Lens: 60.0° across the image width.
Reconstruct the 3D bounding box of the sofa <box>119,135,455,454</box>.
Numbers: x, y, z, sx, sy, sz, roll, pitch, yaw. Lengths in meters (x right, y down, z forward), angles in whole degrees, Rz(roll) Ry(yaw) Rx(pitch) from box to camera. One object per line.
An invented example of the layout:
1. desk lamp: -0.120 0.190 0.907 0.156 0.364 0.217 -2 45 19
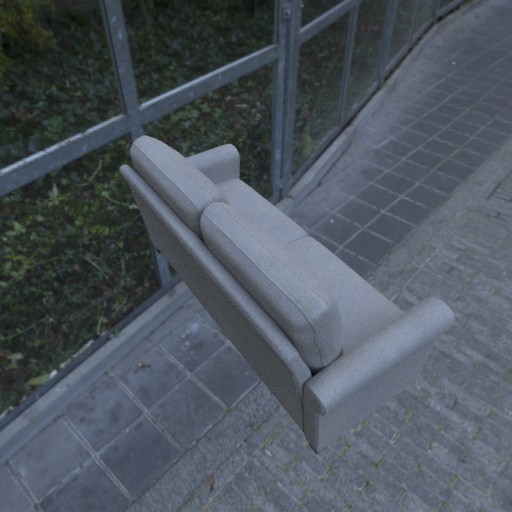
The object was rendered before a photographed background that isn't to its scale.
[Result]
1. sofa: 0.000 0.000 2.467 0.842 0.942 1.935 -24 47 -25
